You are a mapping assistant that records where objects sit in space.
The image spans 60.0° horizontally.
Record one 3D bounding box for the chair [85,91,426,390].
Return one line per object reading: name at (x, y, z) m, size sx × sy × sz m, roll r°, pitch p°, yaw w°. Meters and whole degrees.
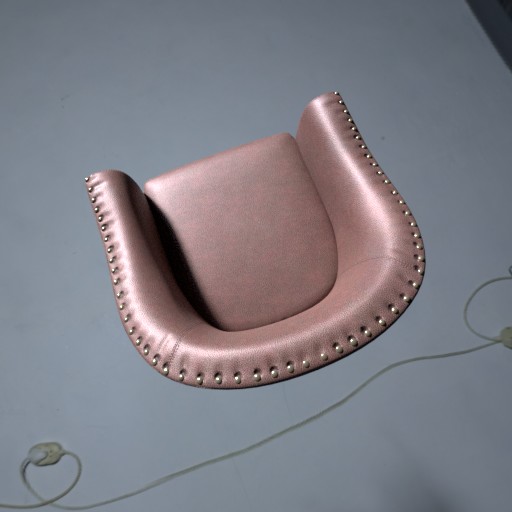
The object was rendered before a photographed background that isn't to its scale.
chair at (0.000, 0.000, 1.417) m, size 0.794 × 0.823 × 0.748 m, roll -20°, pitch 77°, yaw -5°
